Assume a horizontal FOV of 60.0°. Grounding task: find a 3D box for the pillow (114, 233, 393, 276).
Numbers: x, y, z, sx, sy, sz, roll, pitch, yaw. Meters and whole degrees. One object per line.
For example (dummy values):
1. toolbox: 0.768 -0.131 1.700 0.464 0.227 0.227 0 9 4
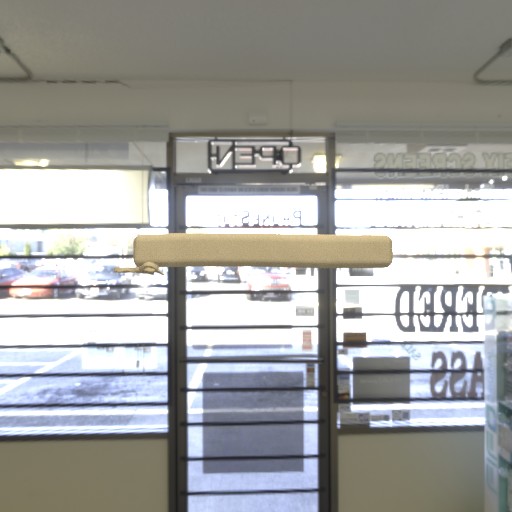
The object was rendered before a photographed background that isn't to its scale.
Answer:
1. pillow: 0.000 0.000 1.334 0.492 0.081 1.187 0 0 0
